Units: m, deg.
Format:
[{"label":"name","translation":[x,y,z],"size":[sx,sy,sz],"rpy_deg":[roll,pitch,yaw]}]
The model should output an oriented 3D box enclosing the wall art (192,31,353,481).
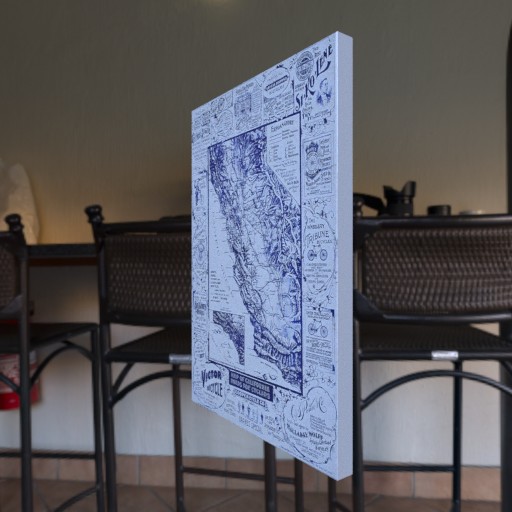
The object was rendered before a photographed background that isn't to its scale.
[{"label":"wall art","translation":[0.000,0.000,0.958],"size":[0.039,0.753,0.511],"rpy_deg":[0,0,-36]}]
